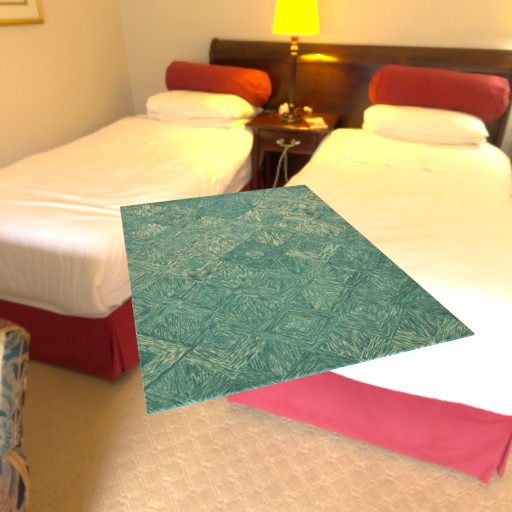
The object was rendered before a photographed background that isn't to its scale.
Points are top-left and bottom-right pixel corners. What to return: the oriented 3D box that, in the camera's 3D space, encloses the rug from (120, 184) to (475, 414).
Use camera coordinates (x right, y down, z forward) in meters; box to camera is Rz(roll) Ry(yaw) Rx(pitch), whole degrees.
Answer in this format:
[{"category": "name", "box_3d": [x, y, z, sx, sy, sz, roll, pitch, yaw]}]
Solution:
[{"category": "rug", "box_3d": [0.000, 0.000, 4.310, 2.405, 0.027, 3.217, -9, 31, -15]}]
